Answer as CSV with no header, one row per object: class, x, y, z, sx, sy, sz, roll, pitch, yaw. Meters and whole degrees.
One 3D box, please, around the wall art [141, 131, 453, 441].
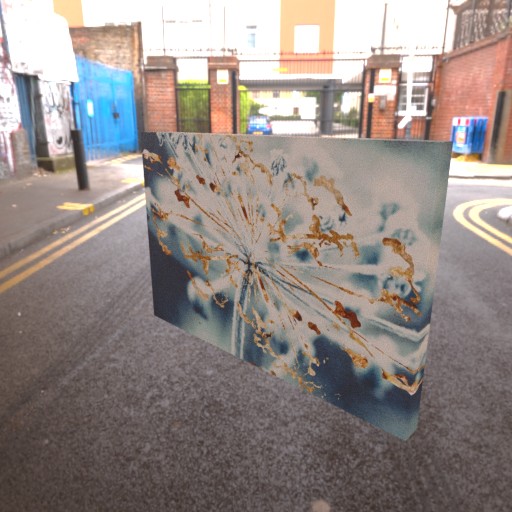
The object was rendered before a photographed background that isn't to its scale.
wall art,0.000,0.000,0.771,0.607,0.405,0.036,16,23,41
